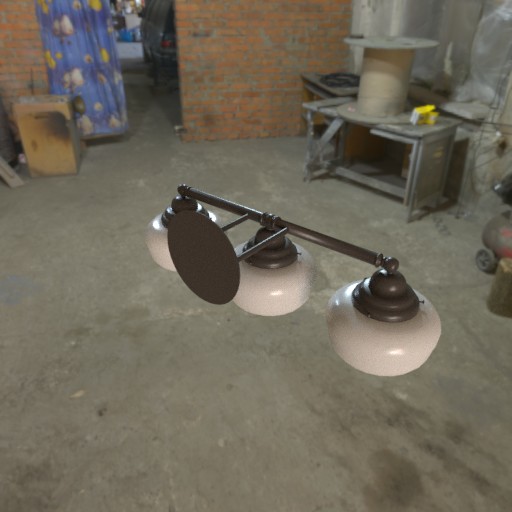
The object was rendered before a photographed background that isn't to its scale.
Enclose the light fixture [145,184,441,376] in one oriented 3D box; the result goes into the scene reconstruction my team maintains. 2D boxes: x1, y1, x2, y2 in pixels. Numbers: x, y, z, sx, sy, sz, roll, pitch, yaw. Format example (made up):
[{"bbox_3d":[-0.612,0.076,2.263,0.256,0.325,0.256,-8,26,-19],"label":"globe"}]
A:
[{"bbox_3d":[0.000,0.000,0.724,0.587,0.242,0.239,23,38,34],"label":"light fixture"}]
